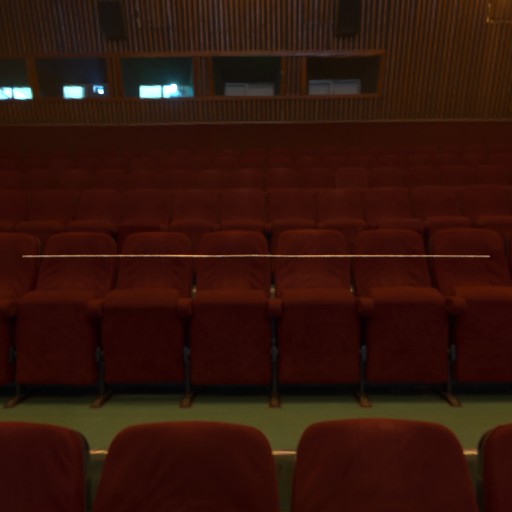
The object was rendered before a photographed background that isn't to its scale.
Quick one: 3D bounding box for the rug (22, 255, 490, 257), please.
[{"bbox_3d":[0.000,0.000,2.206,1.745,0.010,1.146,0,0,0],"label":"rug"}]
